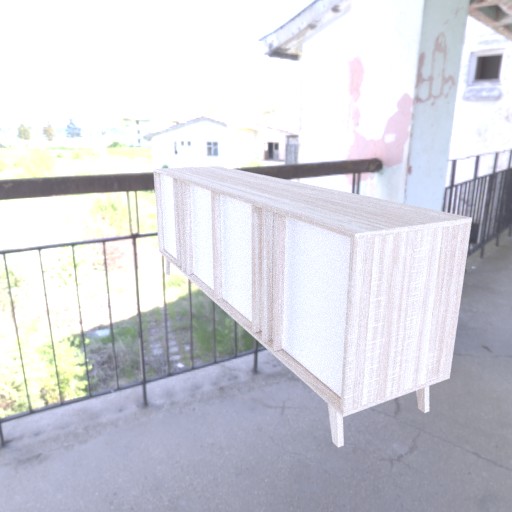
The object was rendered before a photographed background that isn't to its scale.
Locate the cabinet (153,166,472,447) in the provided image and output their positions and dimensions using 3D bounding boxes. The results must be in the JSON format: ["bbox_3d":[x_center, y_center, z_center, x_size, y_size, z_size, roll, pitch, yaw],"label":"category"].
[{"bbox_3d":[0.000,0.000,2.428,0.500,0.780,2.200,-8,18,-26],"label":"cabinet"}]
